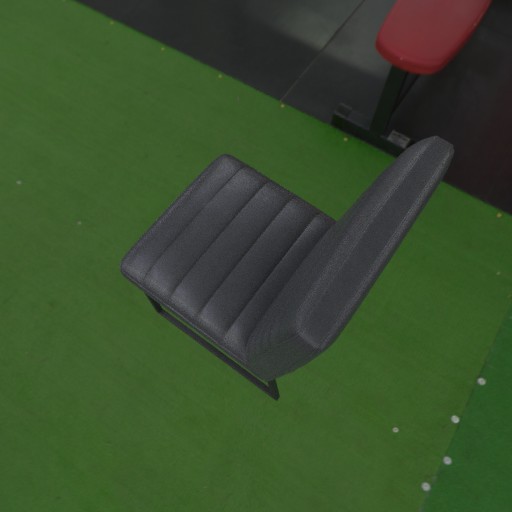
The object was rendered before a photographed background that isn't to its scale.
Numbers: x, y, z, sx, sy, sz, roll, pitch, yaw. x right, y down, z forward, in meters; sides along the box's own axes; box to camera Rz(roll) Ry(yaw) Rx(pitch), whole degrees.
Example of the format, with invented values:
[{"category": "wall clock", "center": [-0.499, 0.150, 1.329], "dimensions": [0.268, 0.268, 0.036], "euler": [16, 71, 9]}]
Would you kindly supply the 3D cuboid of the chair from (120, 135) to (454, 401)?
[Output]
[{"category": "chair", "center": [0.000, 0.000, 1.264], "dimensions": [0.634, 0.930, 0.520], "euler": [33, 69, 15]}]
